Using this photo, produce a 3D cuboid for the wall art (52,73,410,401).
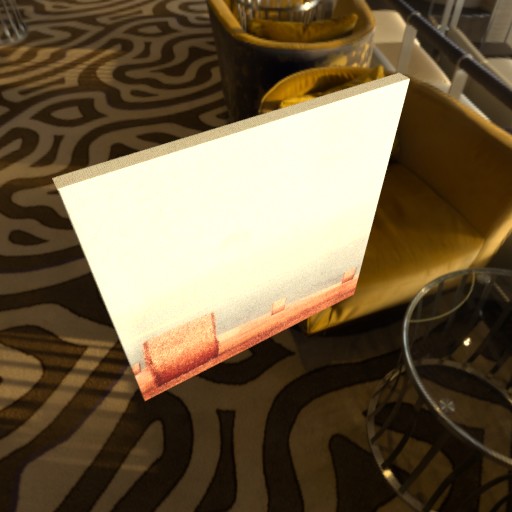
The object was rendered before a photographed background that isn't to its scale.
[{"bbox_3d":[0.000,0.000,0.898,0.605,0.605,0.034,-23,51,-20],"label":"wall art"}]
